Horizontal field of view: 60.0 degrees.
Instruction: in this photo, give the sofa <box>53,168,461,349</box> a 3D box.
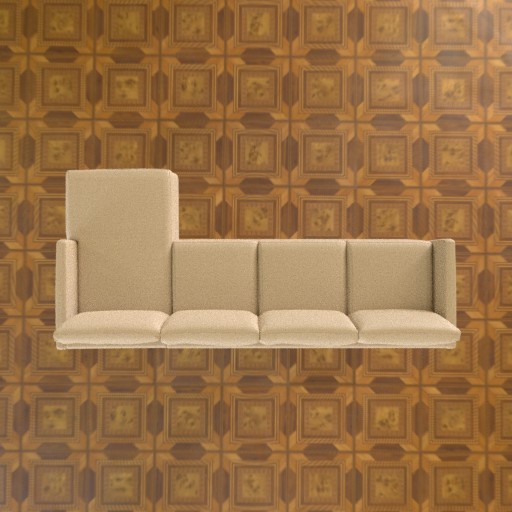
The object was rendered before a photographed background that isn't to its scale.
[{"bbox_3d":[0.000,0.000,3.148,2.731,0.755,1.258,0,89,0],"label":"sofa"}]
